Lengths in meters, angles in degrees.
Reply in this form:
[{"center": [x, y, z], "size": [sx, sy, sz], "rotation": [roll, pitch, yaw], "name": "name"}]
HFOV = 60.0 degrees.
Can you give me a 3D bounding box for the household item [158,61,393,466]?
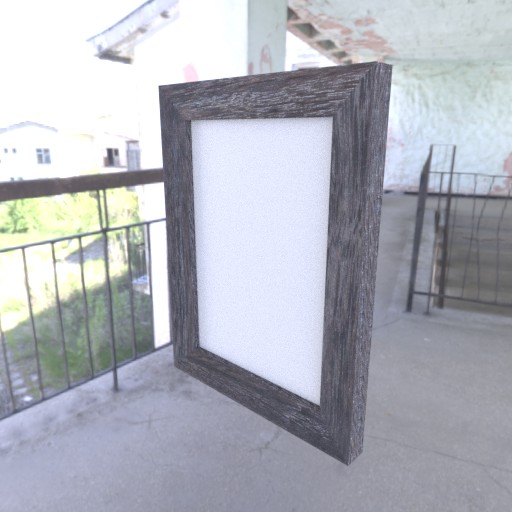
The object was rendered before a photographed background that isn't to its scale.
[{"center": [0.000, 0.000, 0.279], "size": [0.160, 0.210, 0.020], "rotation": [14, 21, 41], "name": "household item"}]
